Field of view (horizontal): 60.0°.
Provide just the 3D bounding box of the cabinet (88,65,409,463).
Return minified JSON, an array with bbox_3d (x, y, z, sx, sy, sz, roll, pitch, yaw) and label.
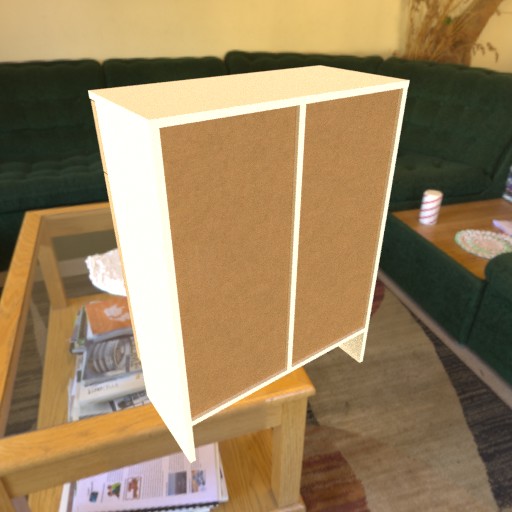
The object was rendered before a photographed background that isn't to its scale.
[{"bbox_3d":[0.000,0.000,1.115,0.600,0.815,0.296,-20,36,-30],"label":"cabinet"}]
